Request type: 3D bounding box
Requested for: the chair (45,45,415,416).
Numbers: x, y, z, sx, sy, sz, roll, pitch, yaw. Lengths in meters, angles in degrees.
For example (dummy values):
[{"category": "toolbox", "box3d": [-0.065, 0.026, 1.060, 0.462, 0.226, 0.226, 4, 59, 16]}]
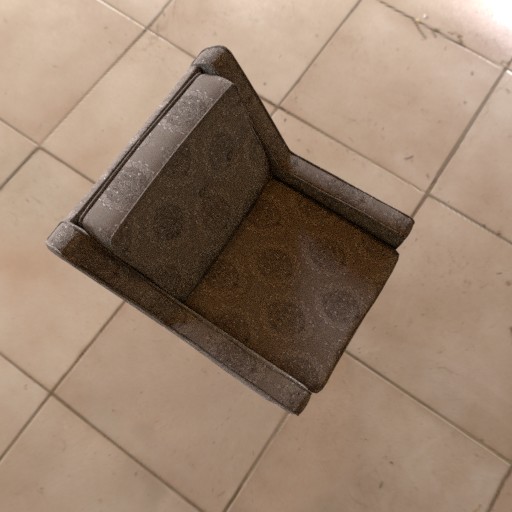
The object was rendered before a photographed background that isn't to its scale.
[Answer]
[{"category": "chair", "box3d": [0.000, 0.000, 1.348, 0.750, 0.797, 0.665, 32, 77, 8]}]
